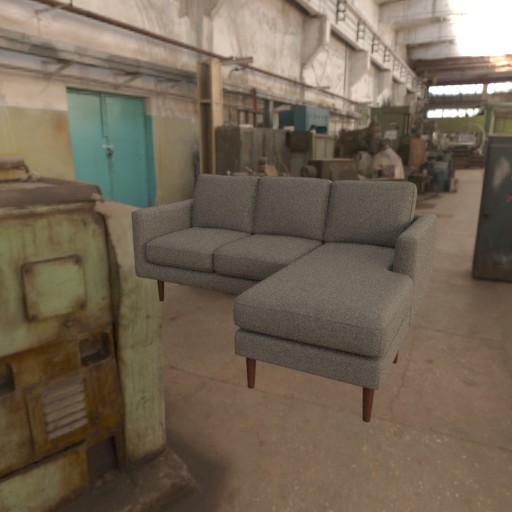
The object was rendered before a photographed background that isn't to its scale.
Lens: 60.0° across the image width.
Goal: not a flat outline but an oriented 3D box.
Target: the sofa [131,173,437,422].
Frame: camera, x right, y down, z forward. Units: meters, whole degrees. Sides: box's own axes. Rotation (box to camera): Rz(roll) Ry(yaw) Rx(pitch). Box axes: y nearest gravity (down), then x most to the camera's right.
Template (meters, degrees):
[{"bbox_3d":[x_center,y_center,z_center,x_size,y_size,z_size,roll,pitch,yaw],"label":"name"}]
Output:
[{"bbox_3d":[0.000,0.000,2.951,2.055,0.957,1.667,8,17,27],"label":"sofa"}]
